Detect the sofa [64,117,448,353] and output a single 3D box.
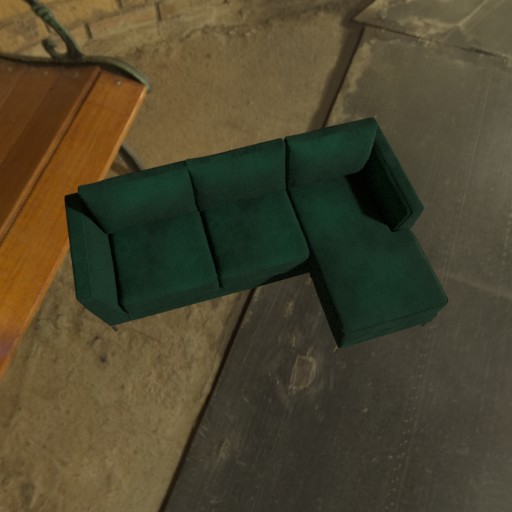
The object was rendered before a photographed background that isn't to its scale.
[{"bbox_3d":[0.000,0.000,3.221,2.441,1.007,1.489,-15,64,-7],"label":"sofa"}]
